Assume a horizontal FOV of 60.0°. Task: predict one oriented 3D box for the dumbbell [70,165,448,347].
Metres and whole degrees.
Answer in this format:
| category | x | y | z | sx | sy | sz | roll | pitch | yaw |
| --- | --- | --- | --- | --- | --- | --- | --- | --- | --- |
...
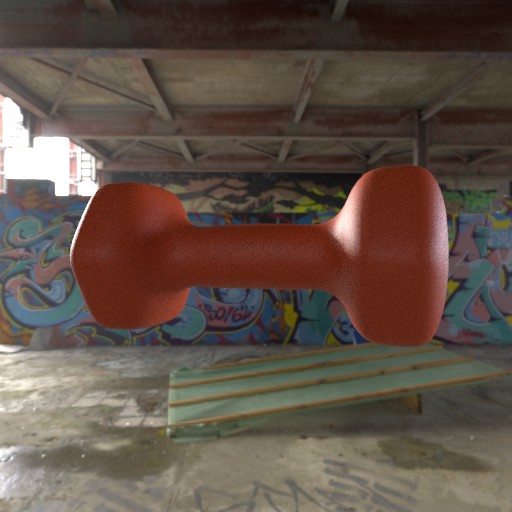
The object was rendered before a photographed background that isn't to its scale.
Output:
| category | x | y | z | sx | sy | sz | roll | pitch | yaw |
| --- | --- | --- | --- | --- | --- | --- | --- | --- | --- |
| dumbbell | 0.000 | 0.000 | 0.205 | 0.162 | 0.071 | 0.079 | 0 | 0 | 19 |
